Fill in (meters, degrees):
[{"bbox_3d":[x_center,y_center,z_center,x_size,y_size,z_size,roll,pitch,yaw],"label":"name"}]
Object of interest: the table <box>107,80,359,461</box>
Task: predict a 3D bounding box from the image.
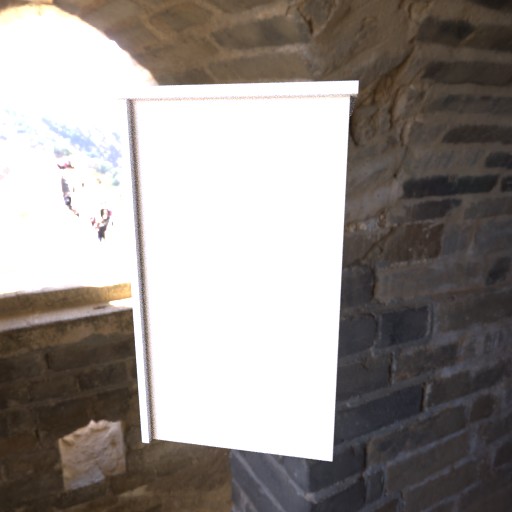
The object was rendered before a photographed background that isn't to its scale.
[{"bbox_3d":[0.000,0.000,0.953,0.381,0.635,0.480,3,14,10],"label":"table"}]
